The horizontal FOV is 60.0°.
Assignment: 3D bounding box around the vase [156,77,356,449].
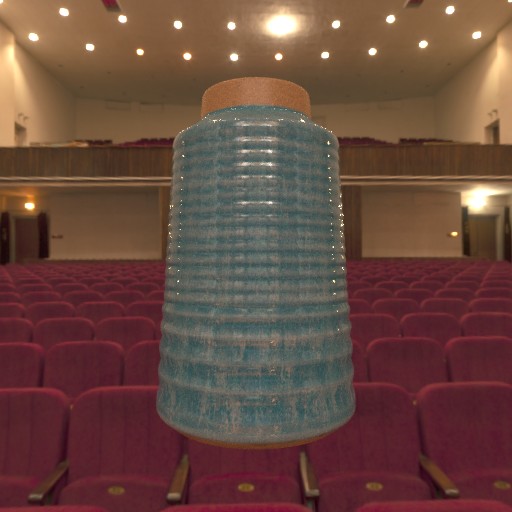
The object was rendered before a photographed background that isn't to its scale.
[{"bbox_3d":[0.000,0.000,0.374,0.163,0.267,0.163,0,-1,0],"label":"vase"}]
